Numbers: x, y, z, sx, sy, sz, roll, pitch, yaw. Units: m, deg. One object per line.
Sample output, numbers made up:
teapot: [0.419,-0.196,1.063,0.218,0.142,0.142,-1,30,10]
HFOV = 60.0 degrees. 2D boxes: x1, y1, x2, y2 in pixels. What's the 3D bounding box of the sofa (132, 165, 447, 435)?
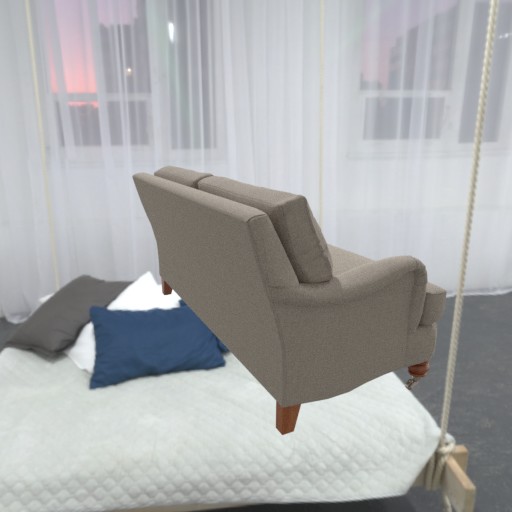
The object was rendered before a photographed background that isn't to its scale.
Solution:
sofa: [0.000,0.000,2.828,1.087,1.054,2.160,-7,17,-25]
